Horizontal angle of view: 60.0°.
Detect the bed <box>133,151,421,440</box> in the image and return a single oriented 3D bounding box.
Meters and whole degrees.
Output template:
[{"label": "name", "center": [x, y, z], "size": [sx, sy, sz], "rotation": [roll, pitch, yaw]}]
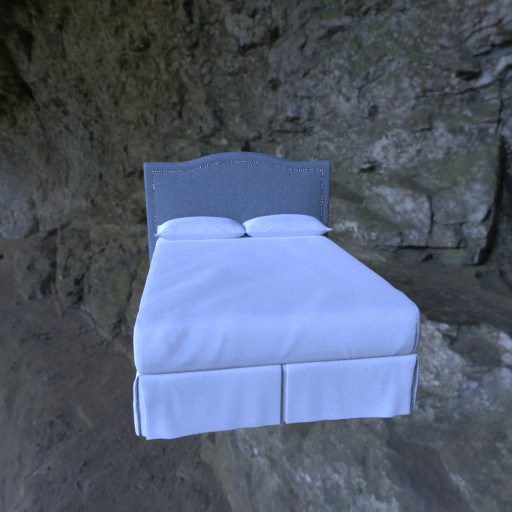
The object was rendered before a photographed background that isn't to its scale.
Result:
[{"label": "bed", "center": [0.000, 0.000, 3.343], "size": [1.753, 1.460, 2.143], "rotation": [-2, 16, -8]}]
